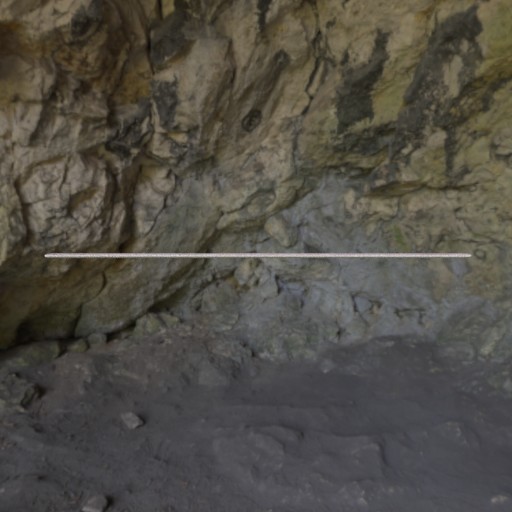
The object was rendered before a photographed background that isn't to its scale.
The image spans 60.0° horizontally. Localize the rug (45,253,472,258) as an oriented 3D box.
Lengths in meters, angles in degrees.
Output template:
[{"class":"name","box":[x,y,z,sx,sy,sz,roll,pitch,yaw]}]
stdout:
[{"class":"rug","box":[0.000,0.000,4.050,2.472,0.035,3.017,0,0,-1]}]
